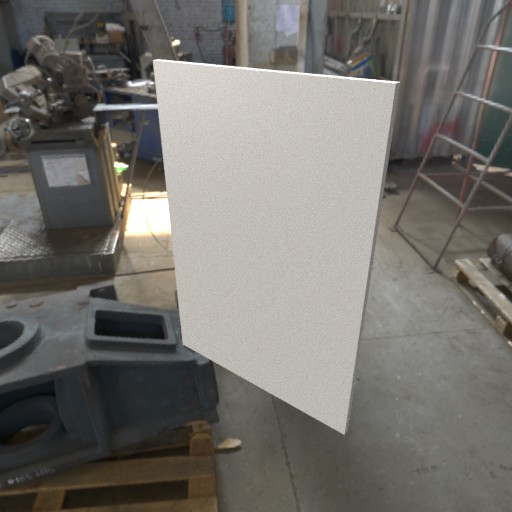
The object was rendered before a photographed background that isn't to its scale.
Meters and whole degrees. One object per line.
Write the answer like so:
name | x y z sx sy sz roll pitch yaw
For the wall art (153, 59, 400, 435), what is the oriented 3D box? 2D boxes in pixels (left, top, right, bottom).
wall art | 0.000 0.000 0.607 0.325 0.474 0.010 20 35 32
